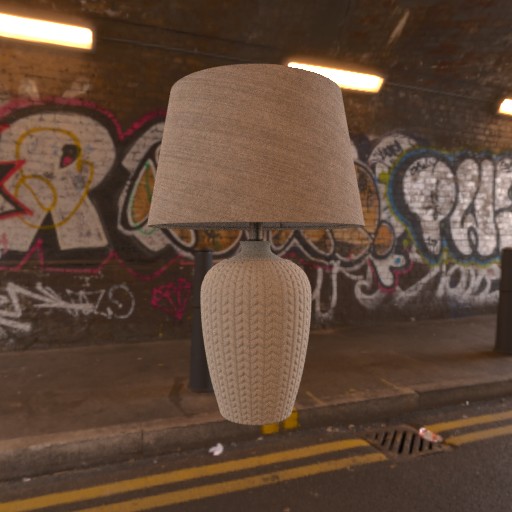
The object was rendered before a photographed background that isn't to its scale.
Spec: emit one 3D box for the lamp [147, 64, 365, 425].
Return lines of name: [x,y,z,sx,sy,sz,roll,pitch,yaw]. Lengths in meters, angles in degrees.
lamp: [0.000,0.000,0.820,0.390,0.580,0.390,0,2,0]
